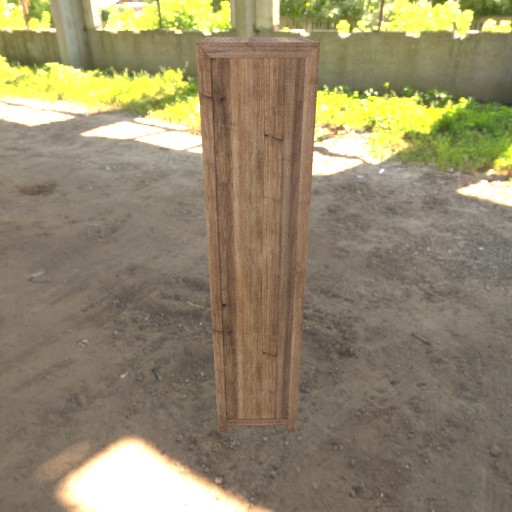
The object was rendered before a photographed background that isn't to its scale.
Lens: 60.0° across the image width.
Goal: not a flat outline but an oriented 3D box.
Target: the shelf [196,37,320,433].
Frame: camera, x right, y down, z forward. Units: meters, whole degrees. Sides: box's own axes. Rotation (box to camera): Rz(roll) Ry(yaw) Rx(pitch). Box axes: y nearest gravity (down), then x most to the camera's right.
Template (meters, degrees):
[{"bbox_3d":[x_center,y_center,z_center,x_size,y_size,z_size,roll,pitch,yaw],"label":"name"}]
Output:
[{"bbox_3d":[0.000,0.000,2.163,0.428,1.900,0.500,0,28,-1],"label":"shelf"}]
